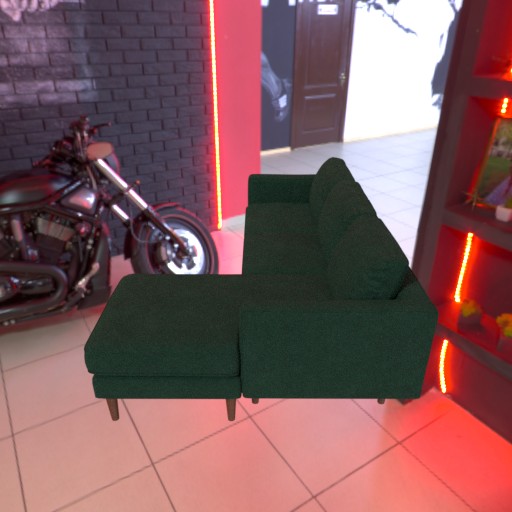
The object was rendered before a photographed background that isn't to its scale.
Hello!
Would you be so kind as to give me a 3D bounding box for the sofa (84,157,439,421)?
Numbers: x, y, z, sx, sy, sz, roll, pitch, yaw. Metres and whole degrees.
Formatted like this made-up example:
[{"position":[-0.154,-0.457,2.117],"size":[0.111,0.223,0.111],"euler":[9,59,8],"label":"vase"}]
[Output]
[{"position":[0.000,0.000,2.889],"size":[1.580,0.899,2.030],"euler":[0,27,0],"label":"sofa"}]
